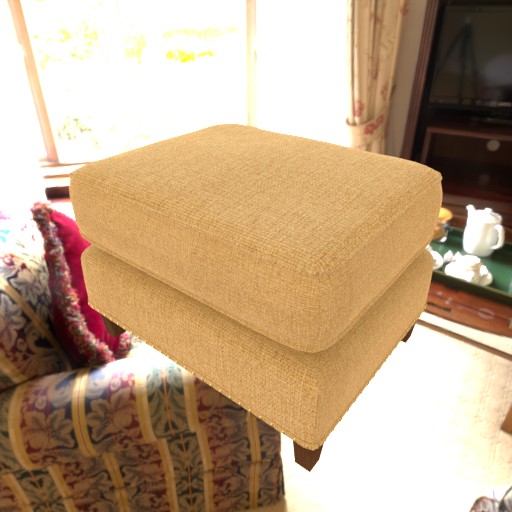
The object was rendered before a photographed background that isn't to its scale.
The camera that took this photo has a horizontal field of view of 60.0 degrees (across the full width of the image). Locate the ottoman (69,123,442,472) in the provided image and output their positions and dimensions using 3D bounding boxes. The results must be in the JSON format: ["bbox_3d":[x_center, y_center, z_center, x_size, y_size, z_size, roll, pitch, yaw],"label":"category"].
[{"bbox_3d":[0.000,0.000,1.124,0.738,0.537,0.589,22,38,32],"label":"ottoman"}]
